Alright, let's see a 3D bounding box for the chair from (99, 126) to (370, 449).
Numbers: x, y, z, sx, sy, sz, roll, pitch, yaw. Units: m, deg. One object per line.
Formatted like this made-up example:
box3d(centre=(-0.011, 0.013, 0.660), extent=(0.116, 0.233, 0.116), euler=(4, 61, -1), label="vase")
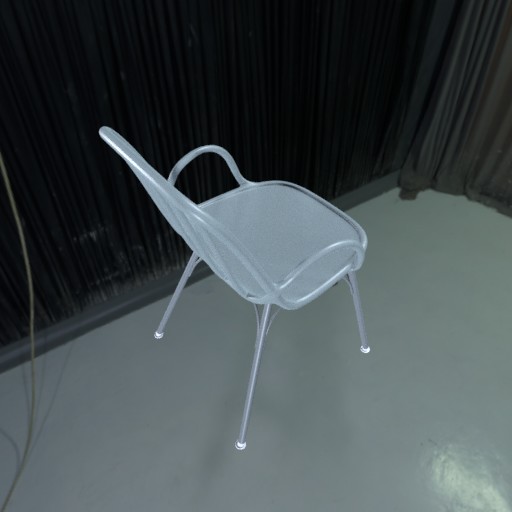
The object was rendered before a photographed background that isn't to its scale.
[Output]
box3d(centre=(0.000, 0.000, 1.218), extent=(0.597, 0.816, 0.549), euler=(-27, 48, -27), label="chair")
